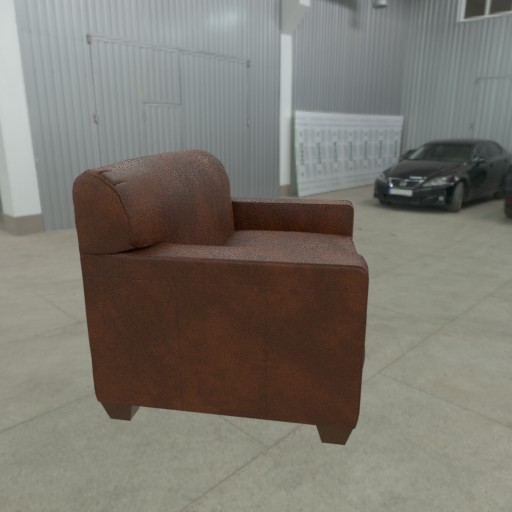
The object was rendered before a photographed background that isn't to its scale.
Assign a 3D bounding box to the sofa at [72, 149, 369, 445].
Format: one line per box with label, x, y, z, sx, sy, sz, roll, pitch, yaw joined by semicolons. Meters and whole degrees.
sofa;0.000;0.000;2.092;1.000;0.956;1.413;3;16;9
